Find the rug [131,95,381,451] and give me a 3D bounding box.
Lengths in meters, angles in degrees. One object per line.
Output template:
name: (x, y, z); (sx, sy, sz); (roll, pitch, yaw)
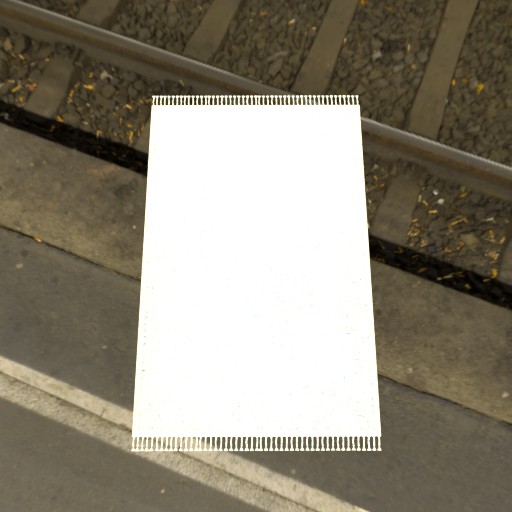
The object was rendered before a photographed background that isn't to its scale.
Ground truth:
rug: (0.000, 0.000, 2.986); (1.524, 0.010, 2.438); (0, 76, 0)
